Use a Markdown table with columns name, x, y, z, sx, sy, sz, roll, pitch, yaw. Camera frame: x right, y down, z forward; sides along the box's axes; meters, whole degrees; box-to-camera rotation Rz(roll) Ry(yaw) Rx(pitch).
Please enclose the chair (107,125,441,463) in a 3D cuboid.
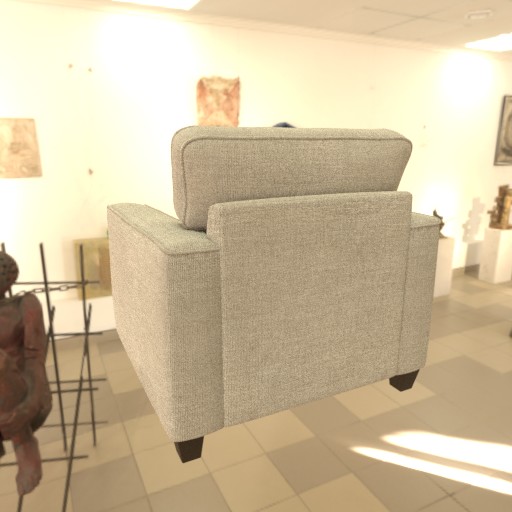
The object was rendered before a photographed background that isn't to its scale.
| name | x | y | z | sx | sy | sz | roll | pitch | yaw |
| --- | --- | --- | --- | --- | --- | --- | --- | --- | --- |
| chair | 0.000 | 0.000 | 1.756 | 1.015 | 0.965 | 0.939 | -7 | 16 | -26 |
